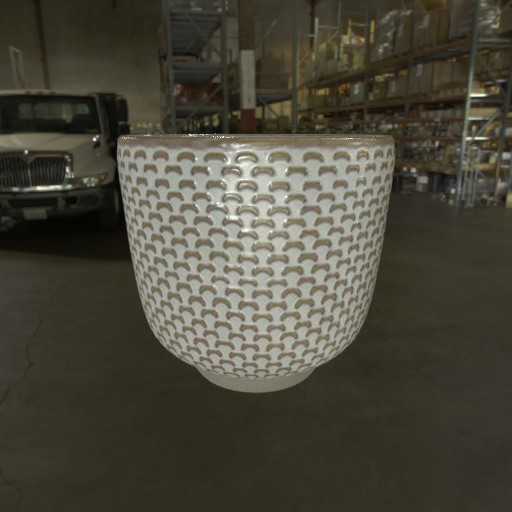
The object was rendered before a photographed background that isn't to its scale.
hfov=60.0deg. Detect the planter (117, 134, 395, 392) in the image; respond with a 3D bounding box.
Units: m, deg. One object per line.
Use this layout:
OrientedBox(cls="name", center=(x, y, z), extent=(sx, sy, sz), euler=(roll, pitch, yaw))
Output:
OrientedBox(cls="planter", center=(0.000, 0.000, 0.246), extent=(0.139, 0.130, 0.139), euler=(0, 16, 0))
